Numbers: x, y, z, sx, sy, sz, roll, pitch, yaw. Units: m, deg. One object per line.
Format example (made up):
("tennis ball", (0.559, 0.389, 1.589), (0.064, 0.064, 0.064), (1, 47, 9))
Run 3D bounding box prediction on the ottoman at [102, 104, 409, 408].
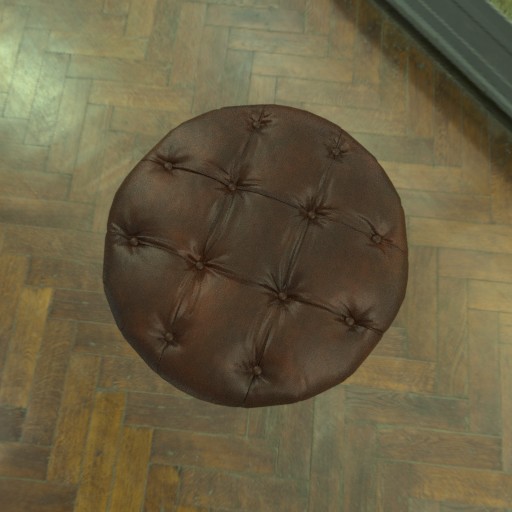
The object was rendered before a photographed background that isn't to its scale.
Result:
("ottoman", (0.000, 0.000, 1.404), (0.901, 0.455, 0.901), (0, 76, 0))
